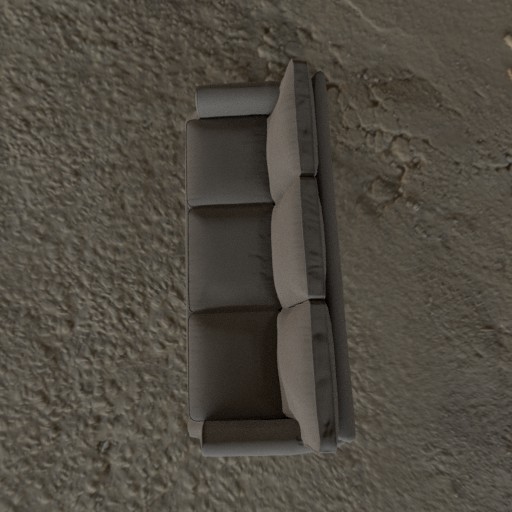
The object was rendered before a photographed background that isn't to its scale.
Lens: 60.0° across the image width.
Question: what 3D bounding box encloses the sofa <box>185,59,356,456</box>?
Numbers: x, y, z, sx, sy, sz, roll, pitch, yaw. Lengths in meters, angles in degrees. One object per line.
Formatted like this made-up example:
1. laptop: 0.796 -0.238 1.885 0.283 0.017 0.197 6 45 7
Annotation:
1. sofa: 0.000 0.000 2.844 0.966 0.948 2.353 -2 77 -1
